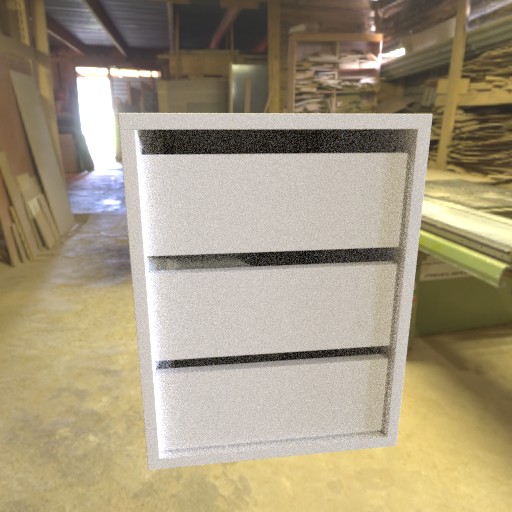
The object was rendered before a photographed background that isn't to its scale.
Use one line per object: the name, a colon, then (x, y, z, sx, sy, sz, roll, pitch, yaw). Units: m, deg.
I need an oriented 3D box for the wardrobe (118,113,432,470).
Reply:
wardrobe: (0.000, 0.000, 0.866, 0.400, 0.520, 0.500, -2, 17, -7)
